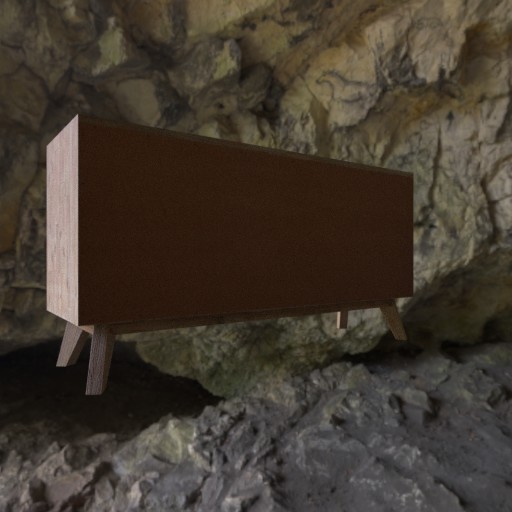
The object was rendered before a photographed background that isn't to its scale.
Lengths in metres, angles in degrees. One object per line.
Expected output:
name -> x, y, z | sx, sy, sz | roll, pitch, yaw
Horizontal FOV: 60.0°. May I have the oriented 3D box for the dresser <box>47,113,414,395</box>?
dresser -> 0.000, 0.000, 1.886 | 1.554, 0.805, 0.455 | 0, 0, -35
